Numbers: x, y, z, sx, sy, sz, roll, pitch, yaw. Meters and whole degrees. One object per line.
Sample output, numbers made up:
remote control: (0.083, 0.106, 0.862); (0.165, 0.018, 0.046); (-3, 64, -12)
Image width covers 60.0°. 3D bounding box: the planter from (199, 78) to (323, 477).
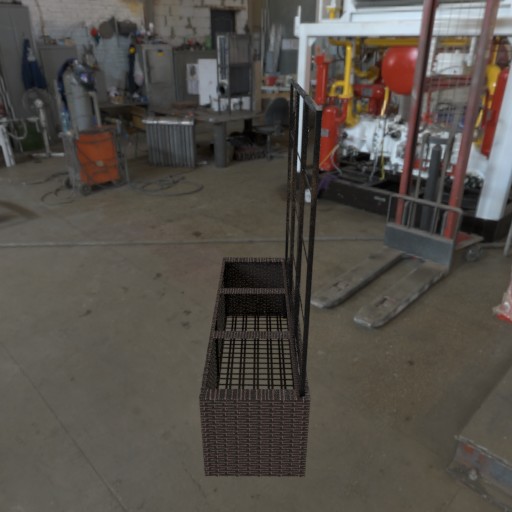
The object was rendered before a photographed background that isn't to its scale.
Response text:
planter: (0.000, 0.000, 1.192); (0.244, 0.841, 0.699); (0, 26, 0)
